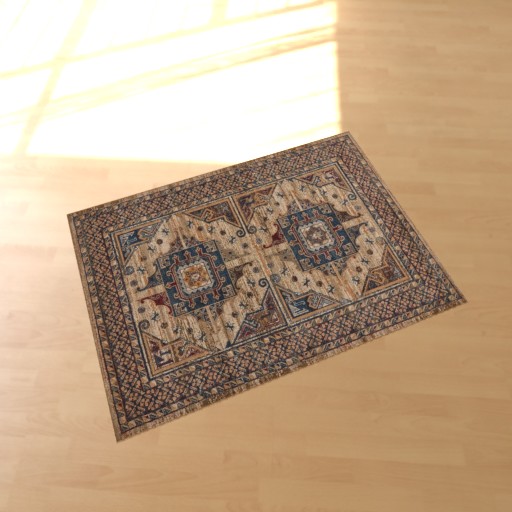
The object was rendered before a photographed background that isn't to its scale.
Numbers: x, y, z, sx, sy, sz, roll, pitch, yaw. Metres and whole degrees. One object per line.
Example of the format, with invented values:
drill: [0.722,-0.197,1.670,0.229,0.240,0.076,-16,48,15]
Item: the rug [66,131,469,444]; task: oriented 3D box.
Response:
rug: [0.000,0.000,2.939,2.227,0.008,1.611,-19,61,-11]
